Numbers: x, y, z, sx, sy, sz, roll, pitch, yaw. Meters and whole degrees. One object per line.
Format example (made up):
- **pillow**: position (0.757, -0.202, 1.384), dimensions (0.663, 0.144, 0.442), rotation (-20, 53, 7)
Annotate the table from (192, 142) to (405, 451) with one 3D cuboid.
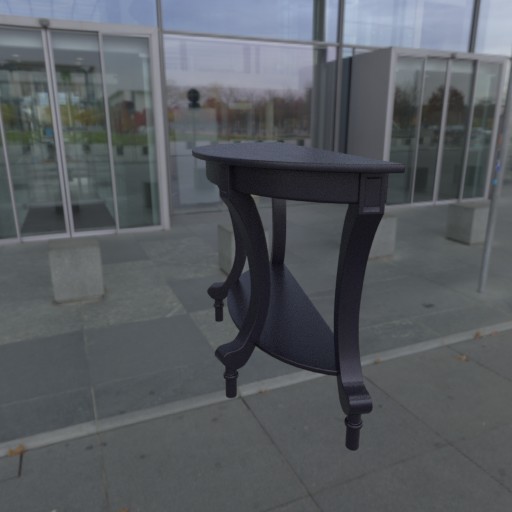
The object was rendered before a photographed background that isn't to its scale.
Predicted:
- **table**: position (0.000, 0.000, 1.476), dimensions (0.394, 0.692, 1.198), rotation (-2, 17, -8)
